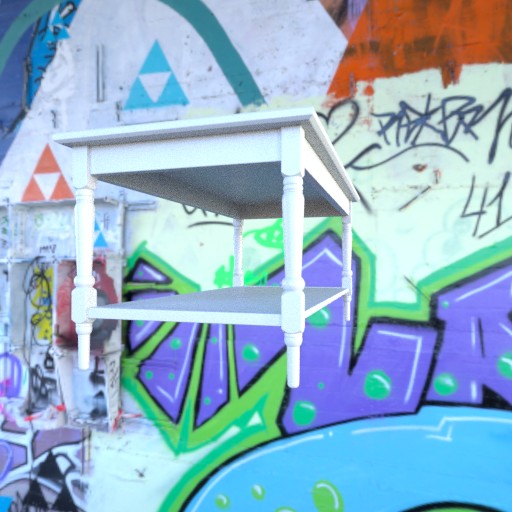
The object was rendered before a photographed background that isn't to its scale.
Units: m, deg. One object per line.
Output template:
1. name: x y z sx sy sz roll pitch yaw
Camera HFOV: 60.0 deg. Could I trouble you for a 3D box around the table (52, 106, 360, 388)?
1. table: 0.000 0.000 1.373 0.551 0.506 1.109 0 -1 17
